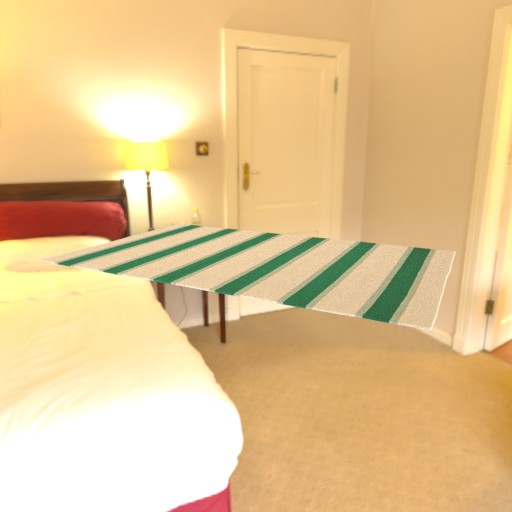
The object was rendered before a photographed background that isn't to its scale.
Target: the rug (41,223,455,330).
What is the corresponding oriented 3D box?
[{"bbox_3d":[0.000,0.000,3.051,2.436,0.015,1.521,7,16,26],"label":"rug"}]
